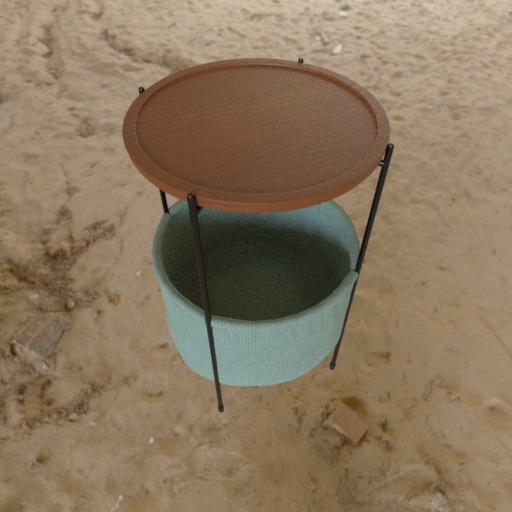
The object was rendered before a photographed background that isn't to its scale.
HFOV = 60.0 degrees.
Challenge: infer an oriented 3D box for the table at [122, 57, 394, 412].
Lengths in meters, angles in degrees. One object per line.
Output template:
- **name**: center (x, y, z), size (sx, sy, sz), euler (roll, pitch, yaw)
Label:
- **table**: center (0.000, 0.000, 0.880), size (0.400, 0.623, 0.400), euler (-17, 50, -14)
